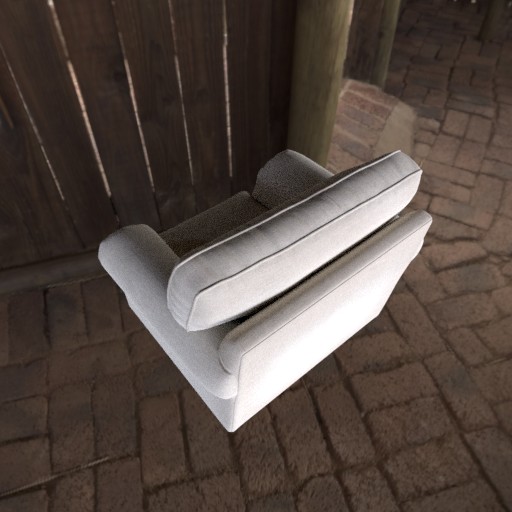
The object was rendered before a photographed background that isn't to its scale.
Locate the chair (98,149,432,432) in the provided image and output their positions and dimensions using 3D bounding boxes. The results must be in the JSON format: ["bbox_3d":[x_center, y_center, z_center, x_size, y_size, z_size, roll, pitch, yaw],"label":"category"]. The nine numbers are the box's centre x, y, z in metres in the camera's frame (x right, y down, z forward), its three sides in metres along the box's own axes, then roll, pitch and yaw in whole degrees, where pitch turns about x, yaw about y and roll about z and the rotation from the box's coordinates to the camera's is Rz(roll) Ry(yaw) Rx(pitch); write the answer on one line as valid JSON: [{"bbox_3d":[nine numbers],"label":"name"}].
[{"bbox_3d":[0.000,0.000,1.900,1.092,0.961,0.965,-31,54,-26],"label":"chair"}]
